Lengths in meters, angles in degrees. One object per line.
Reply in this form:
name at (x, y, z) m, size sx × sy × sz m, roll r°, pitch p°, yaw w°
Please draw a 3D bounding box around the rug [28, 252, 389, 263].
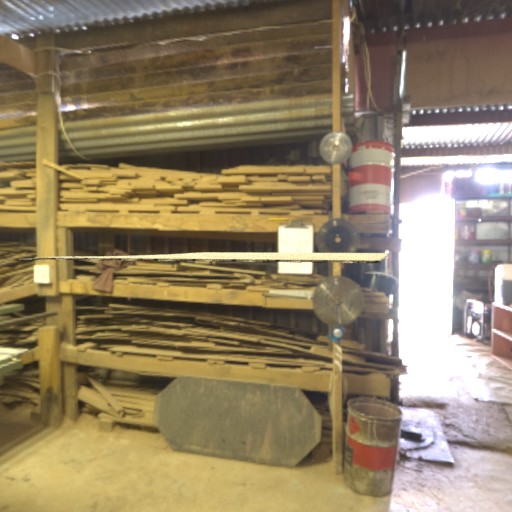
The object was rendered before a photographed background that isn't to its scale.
rug at (0.000, 0.000, 4.140) m, size 2.342 × 0.026 × 3.221 m, roll 0°, pitch 1°, yaw 18°
